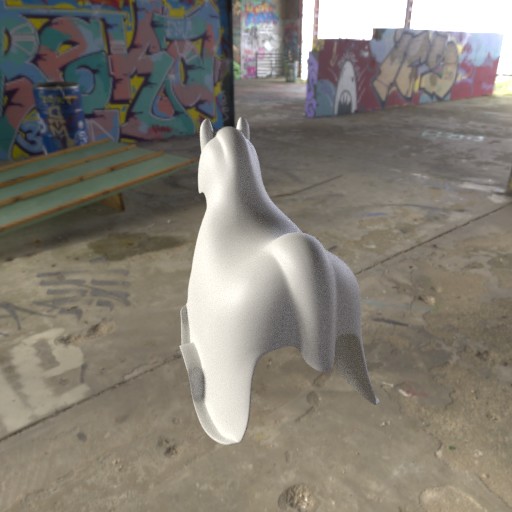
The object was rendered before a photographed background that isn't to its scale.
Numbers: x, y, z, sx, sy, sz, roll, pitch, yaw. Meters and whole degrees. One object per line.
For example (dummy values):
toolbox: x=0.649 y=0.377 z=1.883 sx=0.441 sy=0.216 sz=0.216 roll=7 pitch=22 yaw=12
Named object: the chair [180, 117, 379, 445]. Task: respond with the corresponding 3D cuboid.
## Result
chair: x=0.000 y=0.000 z=1.136 sx=0.429 sy=0.612 sz=0.800 roll=-8 pitch=27 yaw=-17
